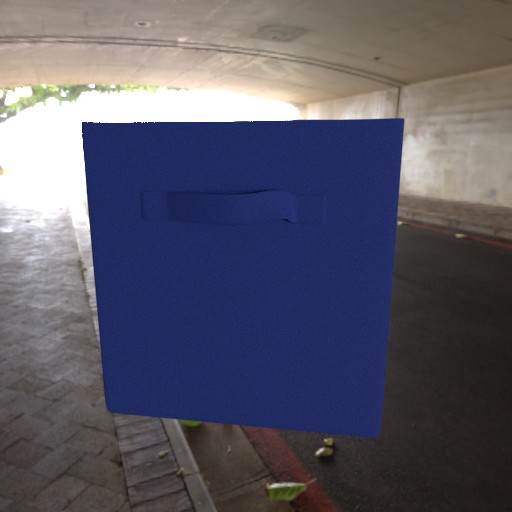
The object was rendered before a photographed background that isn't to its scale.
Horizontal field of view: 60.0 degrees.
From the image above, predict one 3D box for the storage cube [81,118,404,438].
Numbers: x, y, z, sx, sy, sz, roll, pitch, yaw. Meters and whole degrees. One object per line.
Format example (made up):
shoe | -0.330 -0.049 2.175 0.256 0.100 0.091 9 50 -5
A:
storage cube | 0.000 0.000 0.499 0.270 0.280 0.270 2 14 9
